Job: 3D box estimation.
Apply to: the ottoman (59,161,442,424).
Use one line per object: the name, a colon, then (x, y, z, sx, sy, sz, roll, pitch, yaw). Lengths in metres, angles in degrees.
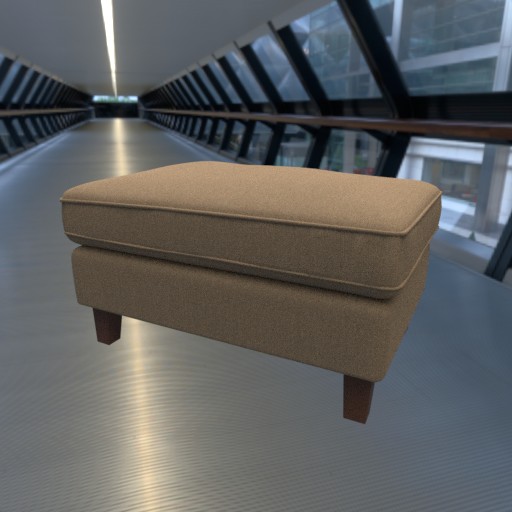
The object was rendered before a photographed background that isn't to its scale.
ottoman: (0.000, 0.000, 1.321, 0.945, 0.521, 0.636, 9, 19, 26)
